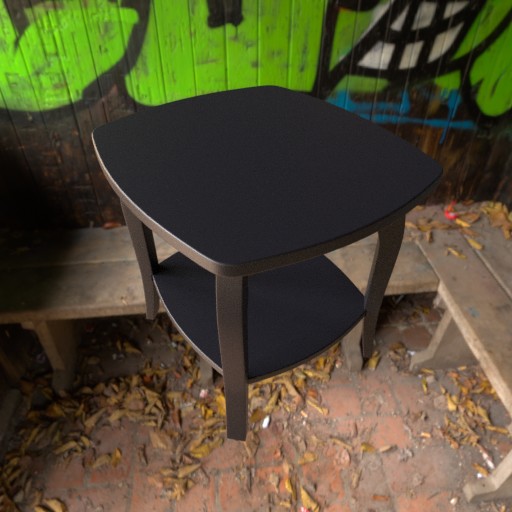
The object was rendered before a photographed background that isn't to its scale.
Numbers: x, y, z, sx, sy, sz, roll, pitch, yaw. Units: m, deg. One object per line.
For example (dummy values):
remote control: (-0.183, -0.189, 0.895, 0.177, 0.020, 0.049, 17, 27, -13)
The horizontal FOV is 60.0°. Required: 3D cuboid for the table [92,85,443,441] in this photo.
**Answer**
table: (0.000, 0.000, 0.858, 0.457, 0.457, 0.508, -24, 46, -26)
